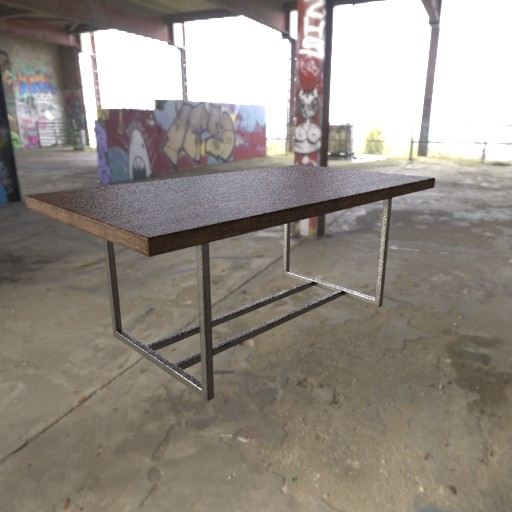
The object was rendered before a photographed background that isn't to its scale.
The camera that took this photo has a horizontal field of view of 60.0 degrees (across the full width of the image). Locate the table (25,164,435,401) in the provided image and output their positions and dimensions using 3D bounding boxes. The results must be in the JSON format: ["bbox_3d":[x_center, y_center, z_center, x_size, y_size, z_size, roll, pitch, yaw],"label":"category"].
[{"bbox_3d":[0.000,0.000,2.499,1.989,0.795,1.078,-17,24,-42],"label":"table"}]
